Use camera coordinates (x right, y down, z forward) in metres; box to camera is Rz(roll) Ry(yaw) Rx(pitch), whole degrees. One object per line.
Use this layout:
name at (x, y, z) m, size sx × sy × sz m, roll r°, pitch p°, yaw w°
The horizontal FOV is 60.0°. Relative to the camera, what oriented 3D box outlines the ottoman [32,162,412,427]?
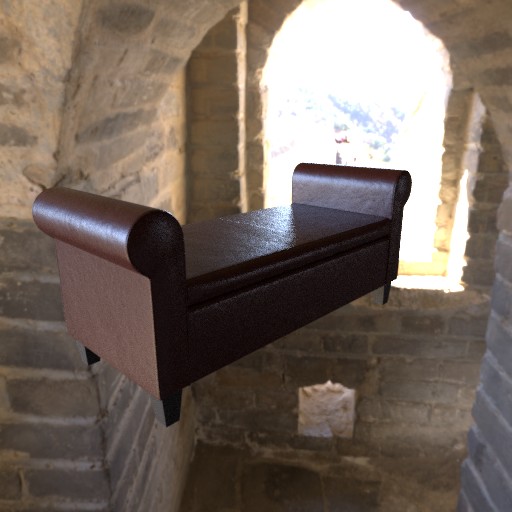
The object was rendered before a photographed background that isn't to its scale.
ottoman at (0.000, 0.000, 1.543) m, size 0.521 × 0.547 × 1.256 m, roll 16°, pitch 23°, yaw 42°
